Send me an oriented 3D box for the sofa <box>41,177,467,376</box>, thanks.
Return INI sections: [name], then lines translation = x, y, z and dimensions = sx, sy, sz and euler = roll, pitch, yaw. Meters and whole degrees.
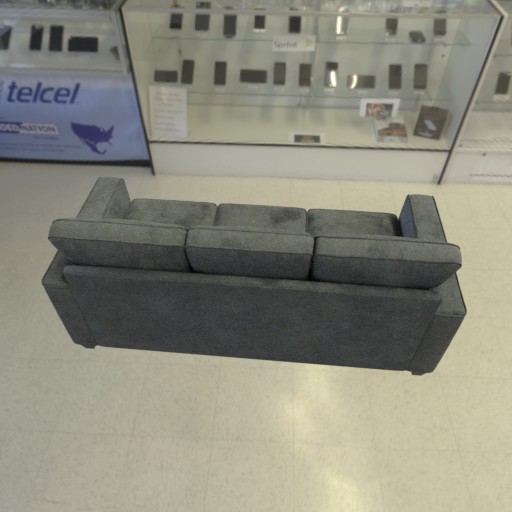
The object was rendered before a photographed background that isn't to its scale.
[sofa]
translation = 0.000, 0.000, 2.609
dimensions = 2.133, 0.965, 0.939
euler = 4, 47, 4
